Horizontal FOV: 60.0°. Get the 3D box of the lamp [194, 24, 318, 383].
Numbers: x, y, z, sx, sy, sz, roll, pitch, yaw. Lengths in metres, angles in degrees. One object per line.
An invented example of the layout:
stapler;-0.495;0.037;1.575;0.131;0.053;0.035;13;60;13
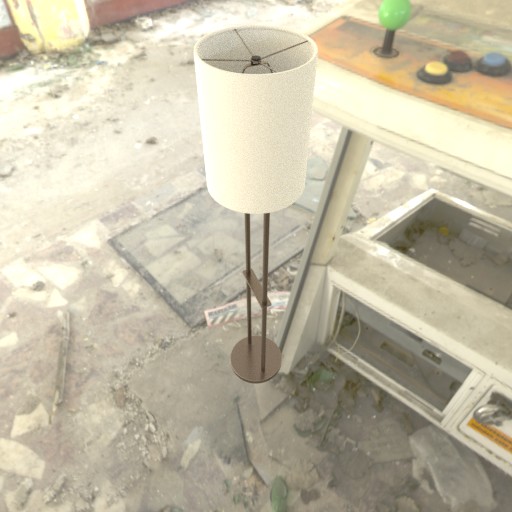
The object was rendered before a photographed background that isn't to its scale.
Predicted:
lamp;0.000;0.000;1.637;0.305;1.500;0.306;-17;49;-15
